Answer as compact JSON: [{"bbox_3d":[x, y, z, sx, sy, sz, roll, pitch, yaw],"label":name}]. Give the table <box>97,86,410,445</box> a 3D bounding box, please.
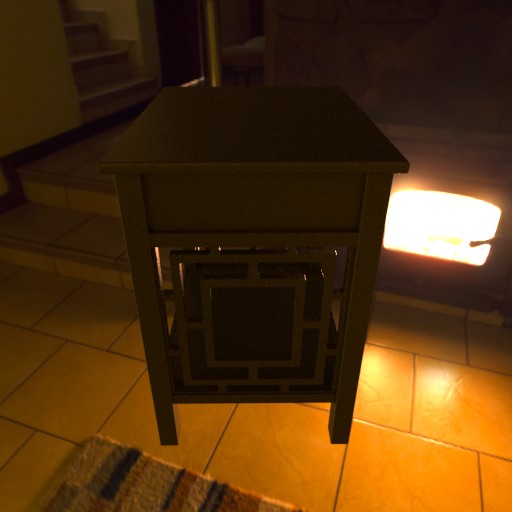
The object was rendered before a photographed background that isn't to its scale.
[{"bbox_3d":[0.000,0.000,1.028,0.451,0.646,0.564,0,31,0],"label":"table"}]
